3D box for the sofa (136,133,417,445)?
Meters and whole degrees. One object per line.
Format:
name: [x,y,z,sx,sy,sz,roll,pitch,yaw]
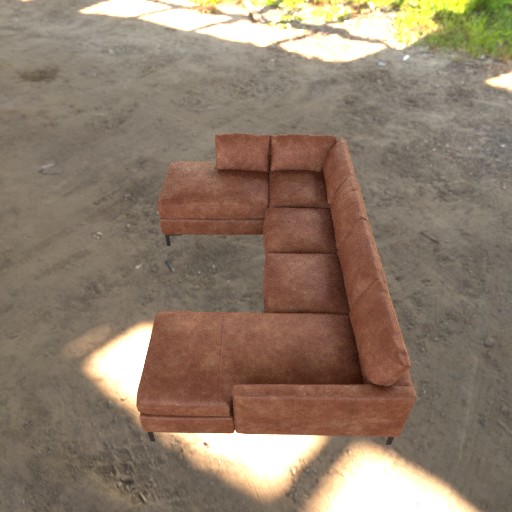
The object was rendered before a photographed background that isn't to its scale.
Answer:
sofa: [0.000,0.000,3.826,1.939,0.900,2.956,1,42,1]
